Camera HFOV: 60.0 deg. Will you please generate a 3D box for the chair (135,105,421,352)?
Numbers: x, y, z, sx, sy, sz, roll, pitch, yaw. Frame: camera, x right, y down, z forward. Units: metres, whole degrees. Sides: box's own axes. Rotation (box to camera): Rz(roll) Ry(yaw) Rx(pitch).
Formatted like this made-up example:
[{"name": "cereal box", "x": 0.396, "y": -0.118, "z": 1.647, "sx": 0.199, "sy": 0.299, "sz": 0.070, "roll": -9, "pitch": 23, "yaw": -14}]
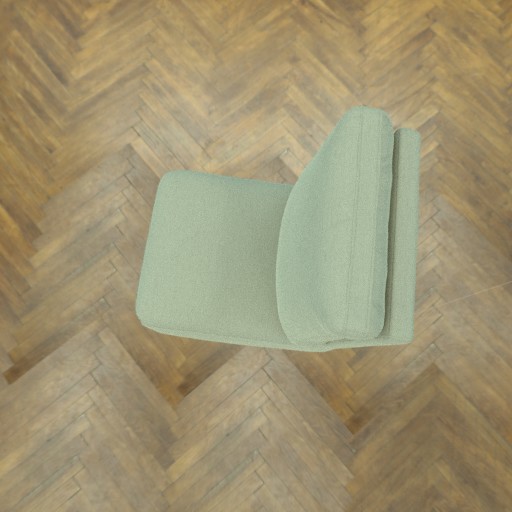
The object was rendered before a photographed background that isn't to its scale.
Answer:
[{"name": "chair", "x": 0.000, "y": 0.000, "z": 1.324, "sx": 0.698, "sy": 0.927, "sz": 0.503, "roll": 7, "pitch": 76, "yaw": 2}]
